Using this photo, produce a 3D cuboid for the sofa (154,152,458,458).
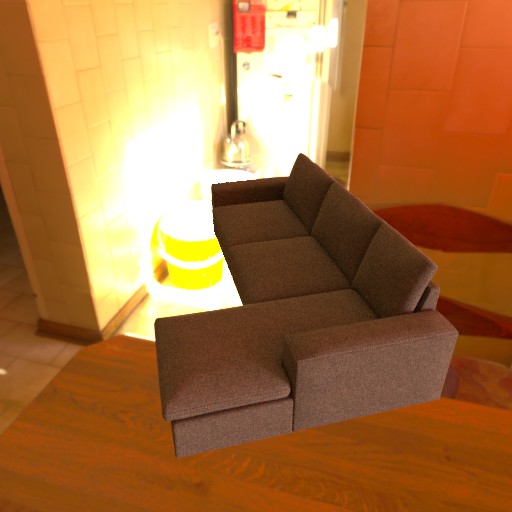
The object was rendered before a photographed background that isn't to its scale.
[{"bbox_3d":[0.000,0.000,3.539,1.689,0.940,2.718,-7,31,-13],"label":"sofa"}]
